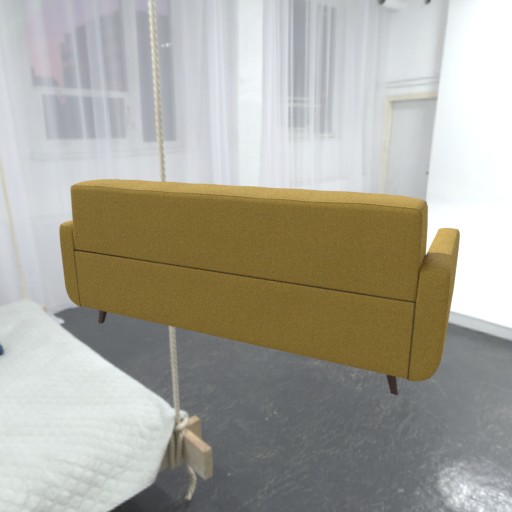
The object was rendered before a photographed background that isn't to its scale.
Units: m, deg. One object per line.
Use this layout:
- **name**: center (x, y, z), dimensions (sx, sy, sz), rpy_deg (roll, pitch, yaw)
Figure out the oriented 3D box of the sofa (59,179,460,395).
- **sofa**: center (0.000, 0.000, 2.473), dimensions (2.029, 0.841, 0.909), rpy_deg (7, 17, 25)
